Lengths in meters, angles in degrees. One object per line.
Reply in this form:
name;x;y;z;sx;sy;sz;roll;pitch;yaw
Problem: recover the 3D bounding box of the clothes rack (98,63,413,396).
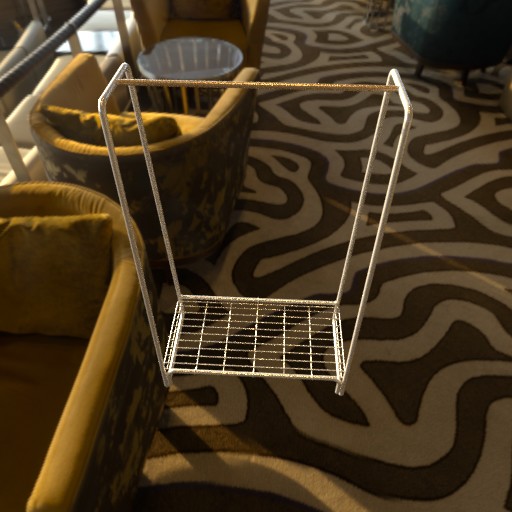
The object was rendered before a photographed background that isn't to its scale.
clothes rack;0.000;0.000;1.883;0.900;1.500;0.495;2;46;2
